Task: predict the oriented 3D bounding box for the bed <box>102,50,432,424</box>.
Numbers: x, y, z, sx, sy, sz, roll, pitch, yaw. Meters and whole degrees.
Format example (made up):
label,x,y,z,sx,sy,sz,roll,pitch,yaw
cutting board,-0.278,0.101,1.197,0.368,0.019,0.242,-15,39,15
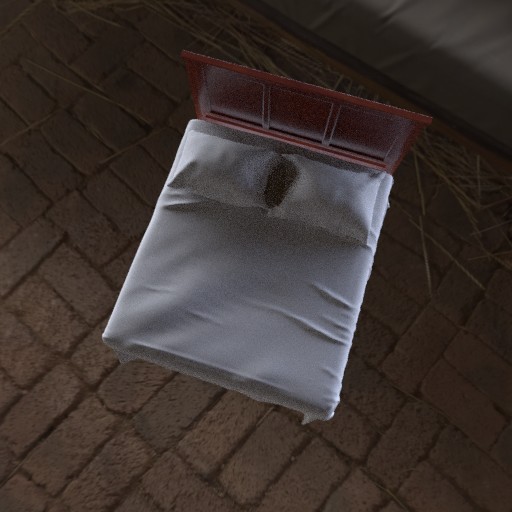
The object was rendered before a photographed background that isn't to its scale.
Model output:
label,x,y,z,sx,sy,sz,roll,pitch,yaw
bed,0.000,0.000,3.171,1.870,1.270,2.050,17,75,5
